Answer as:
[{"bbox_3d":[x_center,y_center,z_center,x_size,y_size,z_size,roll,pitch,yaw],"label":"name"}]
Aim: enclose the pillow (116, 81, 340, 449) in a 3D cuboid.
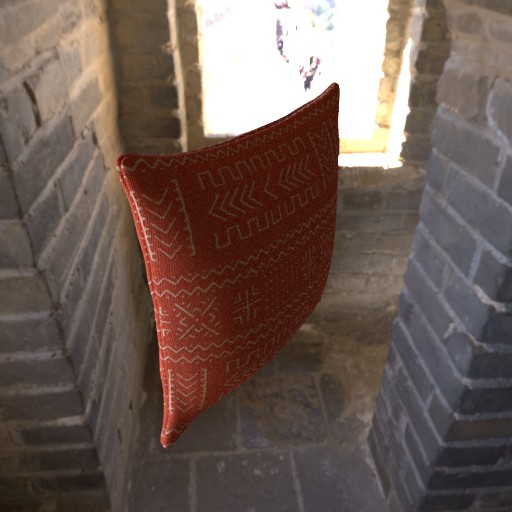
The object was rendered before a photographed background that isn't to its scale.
[{"bbox_3d":[0.000,0.000,0.660,0.164,0.429,0.438,21,38,30],"label":"pillow"}]
